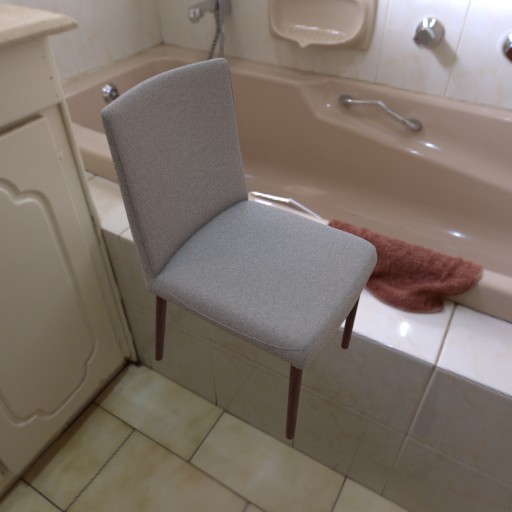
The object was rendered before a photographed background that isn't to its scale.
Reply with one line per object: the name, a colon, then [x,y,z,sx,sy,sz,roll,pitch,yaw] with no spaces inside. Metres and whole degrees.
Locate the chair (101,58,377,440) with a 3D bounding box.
chair: [0.000,0.000,1.198,0.570,0.859,0.456,23,45,24]
